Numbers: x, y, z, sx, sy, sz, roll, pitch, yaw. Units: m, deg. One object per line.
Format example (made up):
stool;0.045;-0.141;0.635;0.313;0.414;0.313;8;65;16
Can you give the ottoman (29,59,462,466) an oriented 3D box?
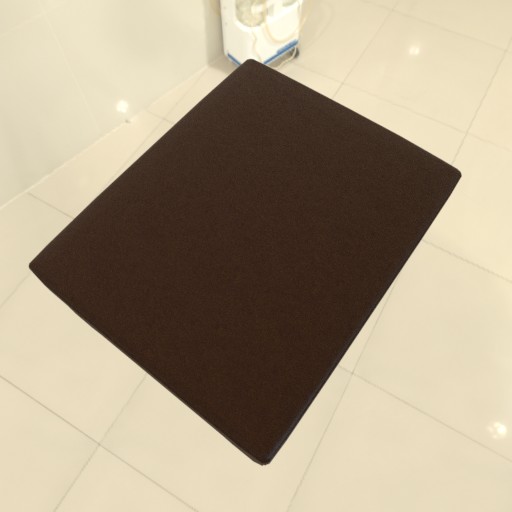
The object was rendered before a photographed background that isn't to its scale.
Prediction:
ottoman;0.000;0.000;1.750;0.967;0.730;1.187;34;69;15
